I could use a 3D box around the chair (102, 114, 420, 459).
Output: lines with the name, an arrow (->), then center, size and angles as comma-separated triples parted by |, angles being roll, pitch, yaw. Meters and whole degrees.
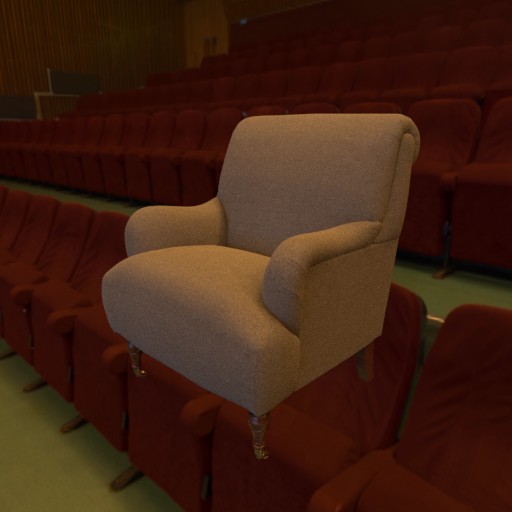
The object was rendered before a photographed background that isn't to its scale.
chair -> 0.000, 0.000, 1.525 | 0.766, 0.942, 0.843 | 15, 22, 41
